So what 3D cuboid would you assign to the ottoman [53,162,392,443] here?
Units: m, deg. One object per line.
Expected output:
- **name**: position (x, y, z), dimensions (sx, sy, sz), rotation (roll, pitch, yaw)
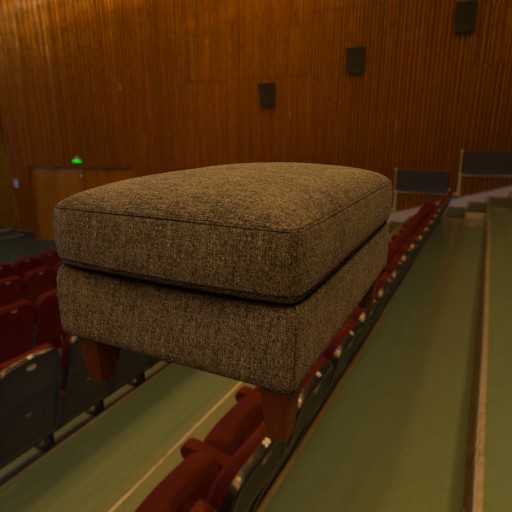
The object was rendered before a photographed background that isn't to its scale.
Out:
- **ottoman**: position (0.000, 0.000, 1.220), dimensions (0.584, 0.483, 0.864), rotation (8, 18, 25)
